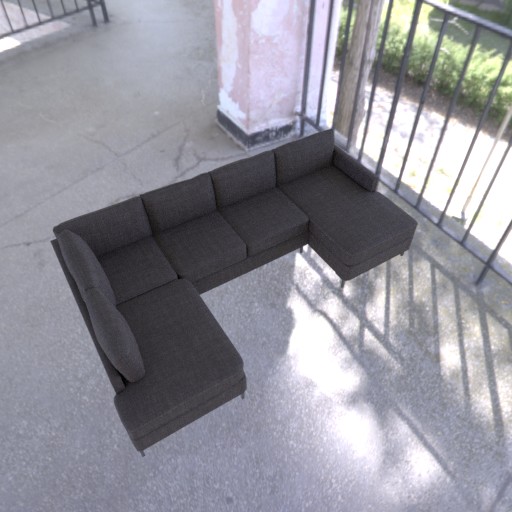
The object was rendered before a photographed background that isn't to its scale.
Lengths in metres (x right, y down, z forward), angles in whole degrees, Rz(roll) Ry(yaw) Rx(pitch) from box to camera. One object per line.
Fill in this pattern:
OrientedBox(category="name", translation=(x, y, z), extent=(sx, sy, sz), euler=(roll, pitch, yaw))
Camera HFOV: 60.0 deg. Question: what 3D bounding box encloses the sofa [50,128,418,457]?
OrientedBox(category="sofa", translation=(0.000, 0.000, 4.381), extent=(3.423, 0.999, 2.048), euler=(-24, 51, -21))
